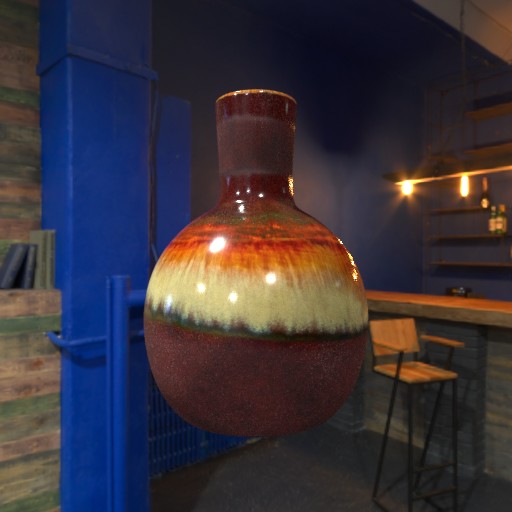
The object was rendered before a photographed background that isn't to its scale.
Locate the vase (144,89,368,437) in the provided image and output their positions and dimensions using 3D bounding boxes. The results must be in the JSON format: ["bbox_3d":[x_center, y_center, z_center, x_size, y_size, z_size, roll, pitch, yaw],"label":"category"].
[{"bbox_3d":[0.000,0.000,0.225,0.111,0.154,0.111,0,0,0],"label":"vase"}]
